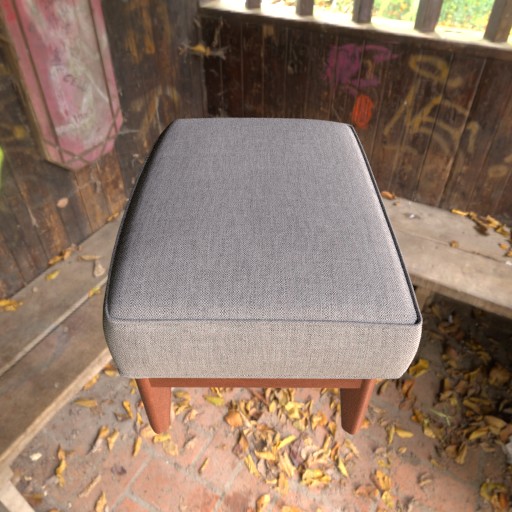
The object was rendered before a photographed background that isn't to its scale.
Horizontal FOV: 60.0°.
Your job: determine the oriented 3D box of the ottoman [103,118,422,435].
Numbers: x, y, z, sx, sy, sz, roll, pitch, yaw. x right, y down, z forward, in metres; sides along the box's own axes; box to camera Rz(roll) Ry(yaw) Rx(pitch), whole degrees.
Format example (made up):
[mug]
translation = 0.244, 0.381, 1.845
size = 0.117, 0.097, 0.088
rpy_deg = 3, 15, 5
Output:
[ottoman]
translation = 0.000, 0.000, 1.081
size = 0.555, 0.458, 0.750
rpy_deg = 0, 41, 0
